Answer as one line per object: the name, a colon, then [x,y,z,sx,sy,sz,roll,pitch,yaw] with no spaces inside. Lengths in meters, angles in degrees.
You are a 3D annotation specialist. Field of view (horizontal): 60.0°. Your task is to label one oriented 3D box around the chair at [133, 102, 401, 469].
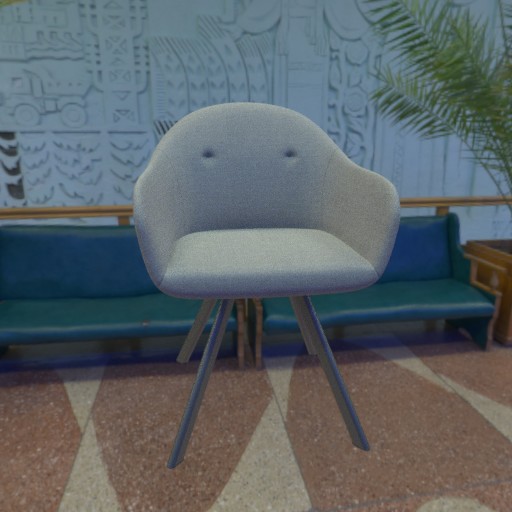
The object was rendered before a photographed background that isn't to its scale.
chair: [0.000,0.000,1.149,0.540,0.780,0.570,-2,16,-7]
